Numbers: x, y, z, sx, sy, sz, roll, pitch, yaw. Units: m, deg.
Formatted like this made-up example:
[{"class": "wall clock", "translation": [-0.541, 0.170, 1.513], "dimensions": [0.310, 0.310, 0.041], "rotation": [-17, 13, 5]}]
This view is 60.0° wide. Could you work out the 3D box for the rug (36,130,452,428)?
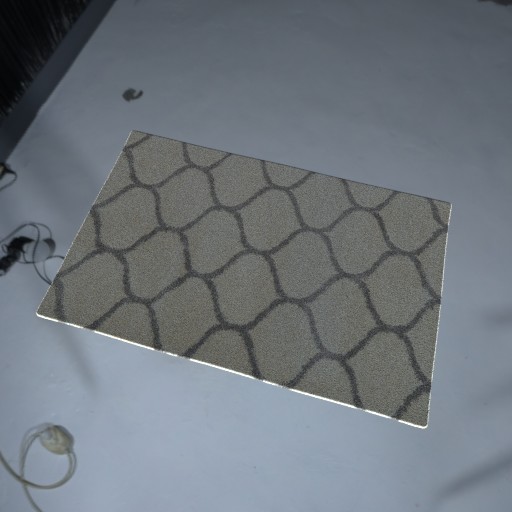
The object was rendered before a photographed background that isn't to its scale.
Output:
[{"class": "rug", "translation": [0.000, 0.000, 2.851], "dimensions": [2.348, 0.024, 1.501], "rotation": [14, 65, 7]}]
